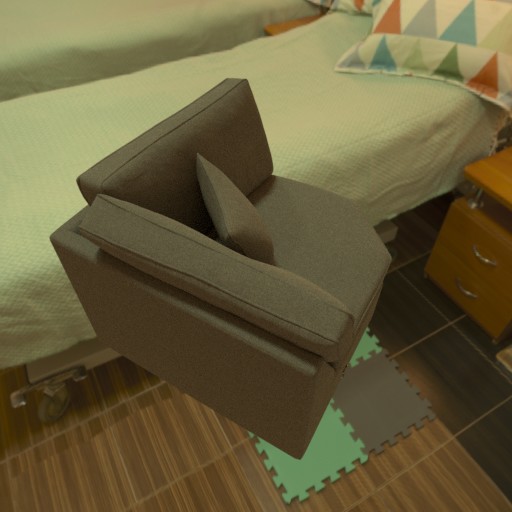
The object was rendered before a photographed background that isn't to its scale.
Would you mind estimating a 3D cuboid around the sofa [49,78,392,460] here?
[{"bbox_3d":[0.000,0.000,1.844,1.050,0.951,1.042,24,52,21],"label":"sofa"}]
